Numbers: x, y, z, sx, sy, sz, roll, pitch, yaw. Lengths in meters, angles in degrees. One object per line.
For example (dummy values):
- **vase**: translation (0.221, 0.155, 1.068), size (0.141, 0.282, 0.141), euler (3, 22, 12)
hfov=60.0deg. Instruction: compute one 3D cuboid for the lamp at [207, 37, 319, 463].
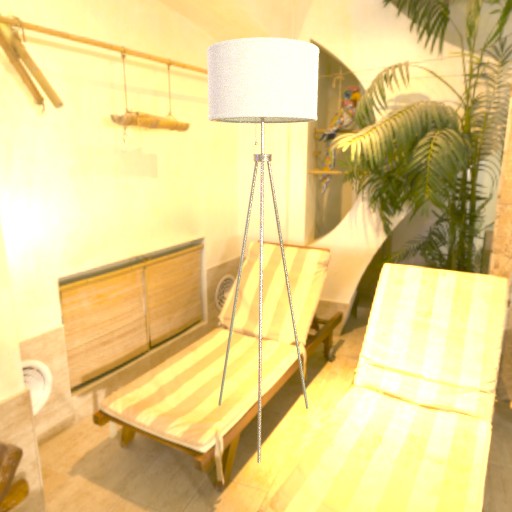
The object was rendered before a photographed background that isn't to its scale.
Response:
- **lamp**: translation (0.000, 0.000, 1.805), size (0.458, 1.545, 0.448), euler (7, 15, 27)
